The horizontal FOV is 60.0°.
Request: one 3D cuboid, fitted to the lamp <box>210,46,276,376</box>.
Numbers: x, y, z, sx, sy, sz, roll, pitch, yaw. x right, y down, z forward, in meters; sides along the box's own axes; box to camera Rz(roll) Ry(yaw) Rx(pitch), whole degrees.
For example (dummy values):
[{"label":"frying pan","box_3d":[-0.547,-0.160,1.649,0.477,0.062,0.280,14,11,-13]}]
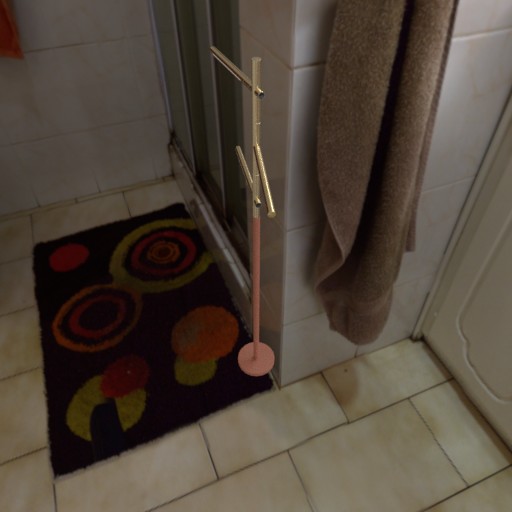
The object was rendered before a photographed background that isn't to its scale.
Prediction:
[{"label":"lamp","box_3d":[0.000,0.000,1.946,0.209,1.704,0.737,-15,48,-14]}]
